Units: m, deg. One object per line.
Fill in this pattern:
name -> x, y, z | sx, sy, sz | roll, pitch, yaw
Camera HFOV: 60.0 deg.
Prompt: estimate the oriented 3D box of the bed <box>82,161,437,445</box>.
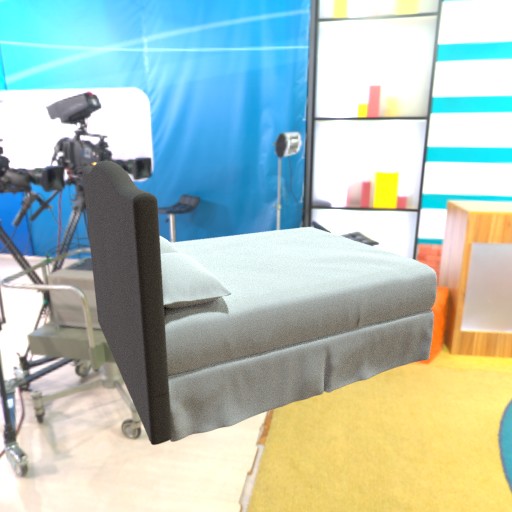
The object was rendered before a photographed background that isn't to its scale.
bed -> 0.000, 0.000, 3.157 | 2.036, 1.387, 1.666 | -8, 18, -26
